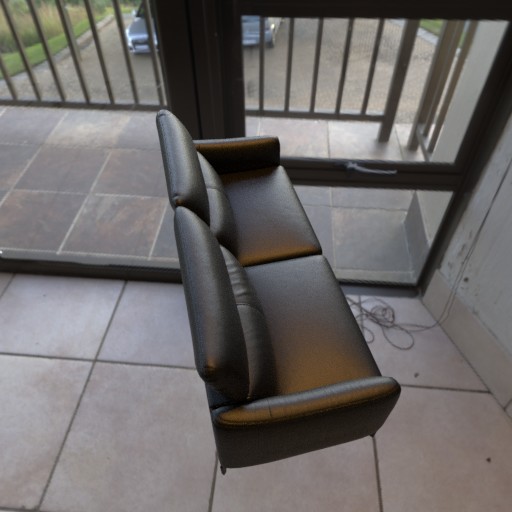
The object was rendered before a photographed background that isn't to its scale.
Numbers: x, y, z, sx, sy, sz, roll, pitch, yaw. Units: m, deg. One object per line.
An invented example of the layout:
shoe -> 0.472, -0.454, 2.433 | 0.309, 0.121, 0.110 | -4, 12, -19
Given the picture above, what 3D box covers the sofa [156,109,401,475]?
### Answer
sofa -> 0.000, 0.000, 2.531 | 0.856, 0.957, 2.069 | -10, 48, -9
